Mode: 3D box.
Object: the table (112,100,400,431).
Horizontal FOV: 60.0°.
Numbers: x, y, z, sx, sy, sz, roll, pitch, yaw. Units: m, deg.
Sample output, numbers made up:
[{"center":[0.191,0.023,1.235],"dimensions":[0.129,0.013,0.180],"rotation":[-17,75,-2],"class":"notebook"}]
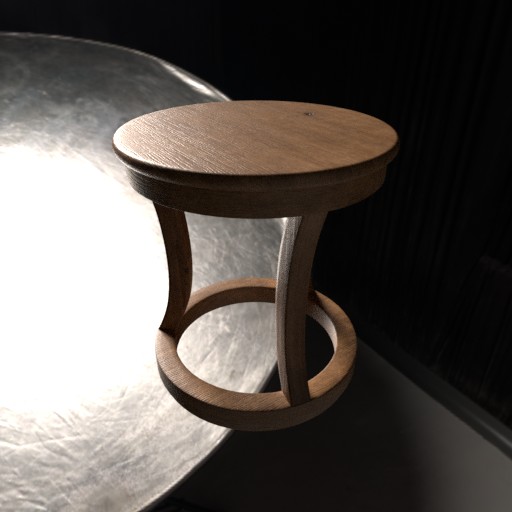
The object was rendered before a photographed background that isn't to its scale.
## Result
[{"center":[0.000,0.000,0.802],"dimensions":[0.432,0.460,0.432],"rotation":[0,30,0],"class":"table"}]
